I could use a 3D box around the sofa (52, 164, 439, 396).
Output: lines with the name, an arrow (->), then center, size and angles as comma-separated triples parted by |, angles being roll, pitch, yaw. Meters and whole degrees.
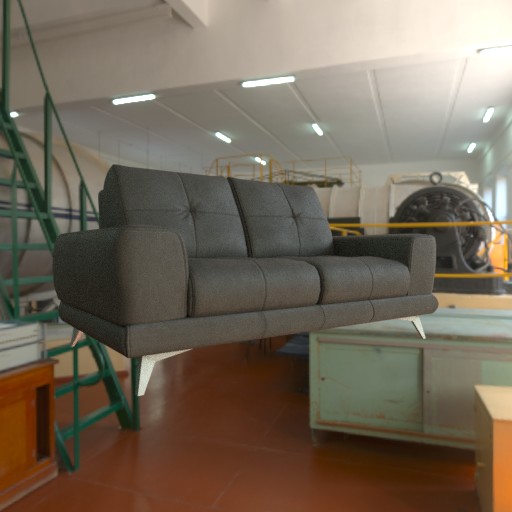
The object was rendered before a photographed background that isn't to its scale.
sofa -> 0.000, 0.000, 2.316 | 1.806, 0.907, 1.018 | -1, 1, -36
